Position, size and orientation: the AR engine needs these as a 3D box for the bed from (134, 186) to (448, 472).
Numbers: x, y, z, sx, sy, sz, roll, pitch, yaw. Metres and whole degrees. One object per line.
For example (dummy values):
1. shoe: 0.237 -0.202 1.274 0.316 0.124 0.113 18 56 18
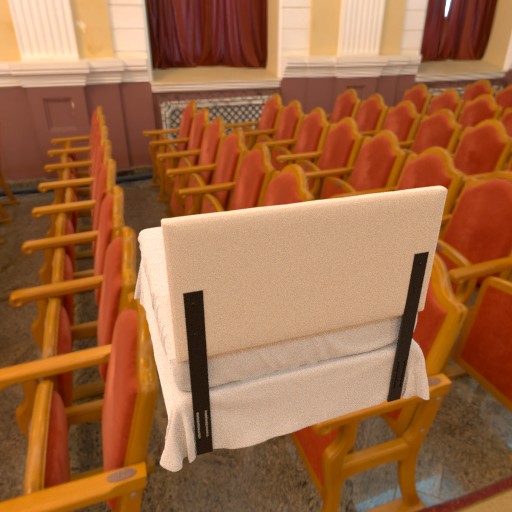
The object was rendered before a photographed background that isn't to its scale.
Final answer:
1. bed: 0.000 0.000 3.501 1.936 1.577 2.222 -9 28 -17
